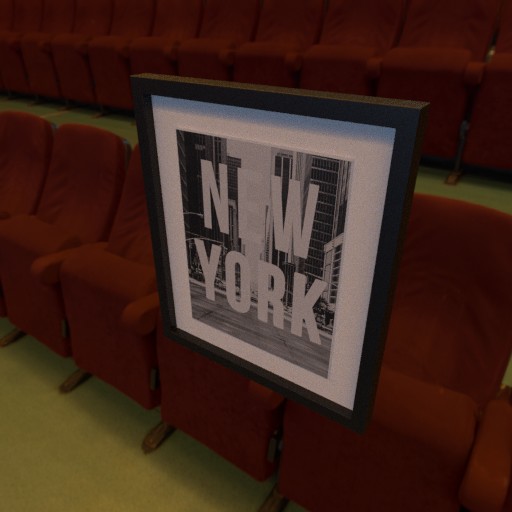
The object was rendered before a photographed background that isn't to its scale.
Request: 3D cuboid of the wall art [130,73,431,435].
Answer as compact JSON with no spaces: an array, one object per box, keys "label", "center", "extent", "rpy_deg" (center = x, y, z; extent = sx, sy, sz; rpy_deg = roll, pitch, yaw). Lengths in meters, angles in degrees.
[{"label":"wall art","center":[0.000,0.000,0.528],"extent":[0.328,0.381,0.028],"rpy_deg":[18,34,29]}]
